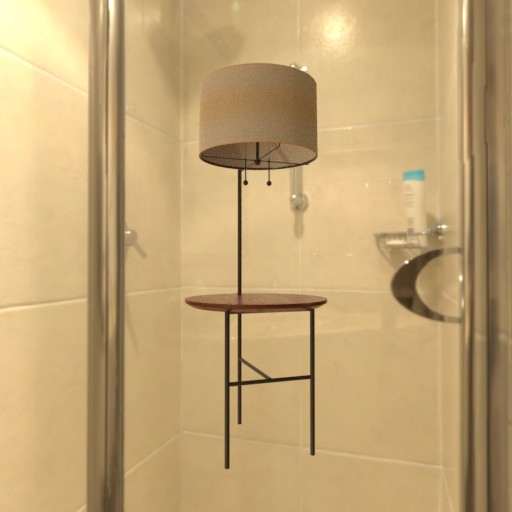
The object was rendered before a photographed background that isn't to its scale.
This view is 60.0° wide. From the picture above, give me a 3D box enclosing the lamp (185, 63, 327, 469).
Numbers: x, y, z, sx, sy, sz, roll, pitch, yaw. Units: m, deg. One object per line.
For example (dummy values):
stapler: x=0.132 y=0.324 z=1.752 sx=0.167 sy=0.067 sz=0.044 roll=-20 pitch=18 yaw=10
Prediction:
lamp: x=0.000 y=0.000 z=1.808 sx=0.573 sy=1.517 sz=0.573 roll=0 pitch=-1 yaw=0
